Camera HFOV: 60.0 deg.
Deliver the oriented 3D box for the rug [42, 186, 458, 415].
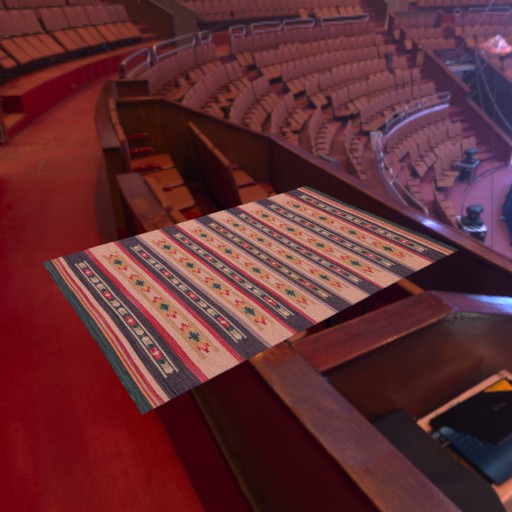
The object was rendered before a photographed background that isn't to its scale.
[{"bbox_3d":[0.000,0.000,2.937,2.311,0.010,1.522,-20,36,-31],"label":"rug"}]
